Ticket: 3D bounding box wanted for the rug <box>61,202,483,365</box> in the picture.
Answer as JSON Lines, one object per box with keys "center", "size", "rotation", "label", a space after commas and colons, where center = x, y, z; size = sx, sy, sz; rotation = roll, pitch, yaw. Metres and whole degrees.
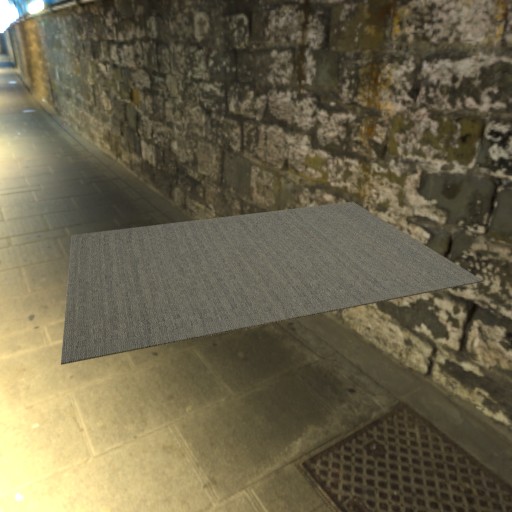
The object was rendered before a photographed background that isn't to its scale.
{"center": [0.000, 0.000, 2.208], "size": [1.752, 0.006, 1.142], "rotation": [-8, 27, -17], "label": "rug"}
